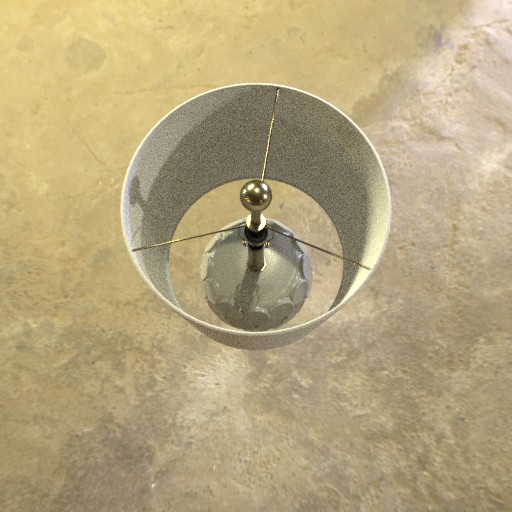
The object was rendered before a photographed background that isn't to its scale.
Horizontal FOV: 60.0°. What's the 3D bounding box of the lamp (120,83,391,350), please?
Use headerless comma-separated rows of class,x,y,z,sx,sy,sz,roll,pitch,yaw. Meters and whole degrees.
lamp,0.000,0.000,0.612,0.254,0.452,0.254,0,75,0
